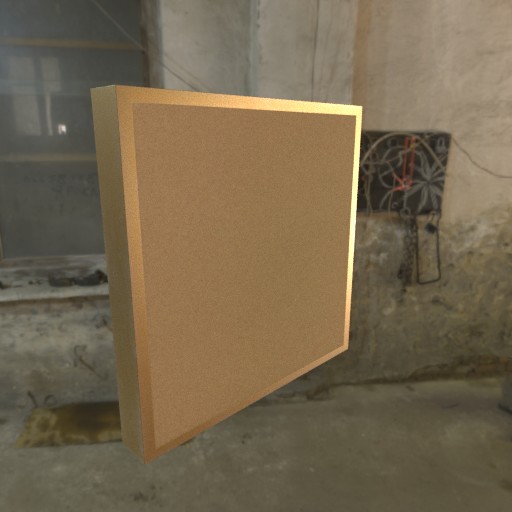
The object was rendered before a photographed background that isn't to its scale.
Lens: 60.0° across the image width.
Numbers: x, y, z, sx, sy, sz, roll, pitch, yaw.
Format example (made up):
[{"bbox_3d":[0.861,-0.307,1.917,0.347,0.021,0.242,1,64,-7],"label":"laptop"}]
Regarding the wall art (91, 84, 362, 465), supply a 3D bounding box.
[{"bbox_3d":[0.000,0.000,0.456,0.306,0.305,0.038,-14,21,-43],"label":"wall art"}]
